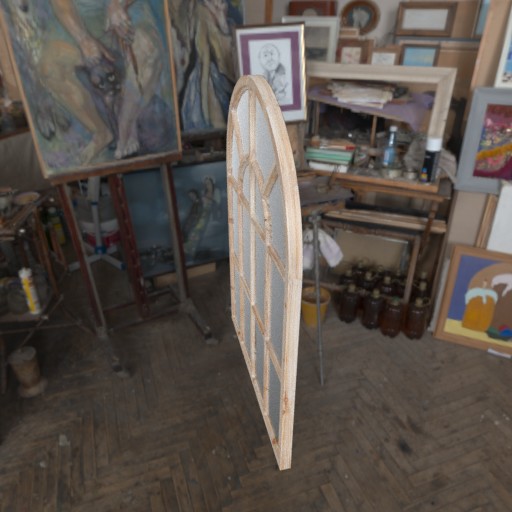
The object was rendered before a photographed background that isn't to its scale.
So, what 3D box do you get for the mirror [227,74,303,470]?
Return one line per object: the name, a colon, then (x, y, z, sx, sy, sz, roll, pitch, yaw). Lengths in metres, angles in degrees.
mirror: (0.000, 0.000, 1.208, 0.032, 0.920, 0.660, -7, 31, -12)
